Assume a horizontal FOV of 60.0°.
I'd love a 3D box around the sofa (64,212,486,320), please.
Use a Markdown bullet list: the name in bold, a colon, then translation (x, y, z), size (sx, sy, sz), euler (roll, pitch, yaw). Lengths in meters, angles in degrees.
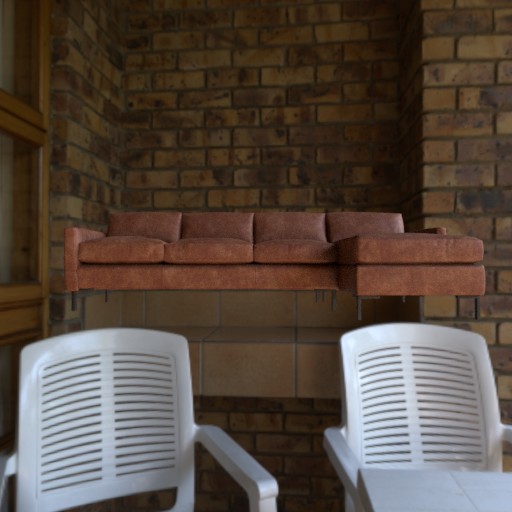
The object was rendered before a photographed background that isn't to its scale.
- **sofa**: translation (0.000, 0.000, 3.574), size (2.993, 0.859, 1.471), euler (0, -1, -1)
